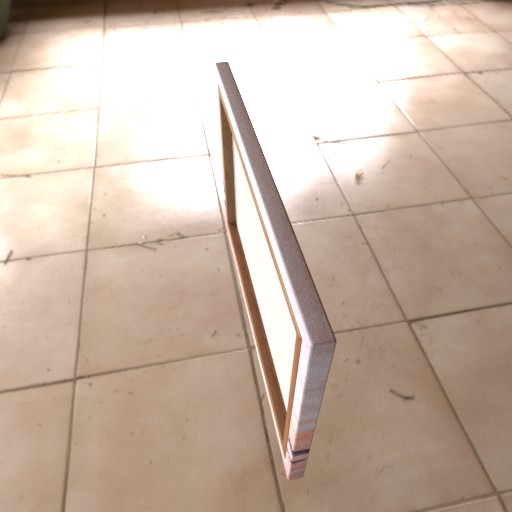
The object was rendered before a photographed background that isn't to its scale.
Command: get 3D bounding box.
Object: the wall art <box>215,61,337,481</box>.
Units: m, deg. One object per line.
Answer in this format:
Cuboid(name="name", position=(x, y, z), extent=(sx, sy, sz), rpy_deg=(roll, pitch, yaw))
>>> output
Cuboid(name="wall art", position=(0.000, 0.000, 1.138), extent=(0.038, 0.609, 0.913), rpy_deg=(-9, 48, -8))
